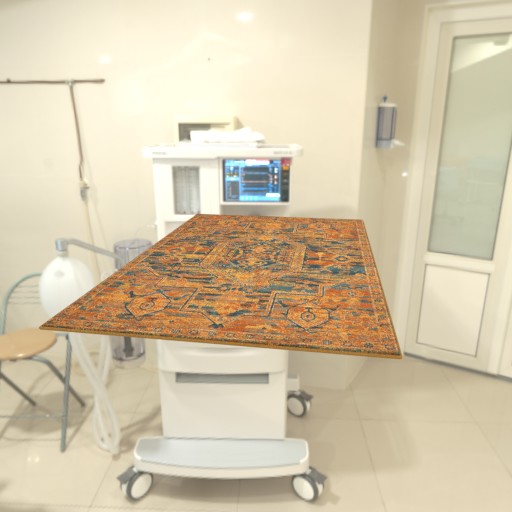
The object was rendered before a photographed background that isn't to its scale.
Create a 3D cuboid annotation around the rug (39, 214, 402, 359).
[{"bbox_3d":[0.000,0.000,1.064,0.557,0.008,0.863,3,18,9],"label":"rug"}]
